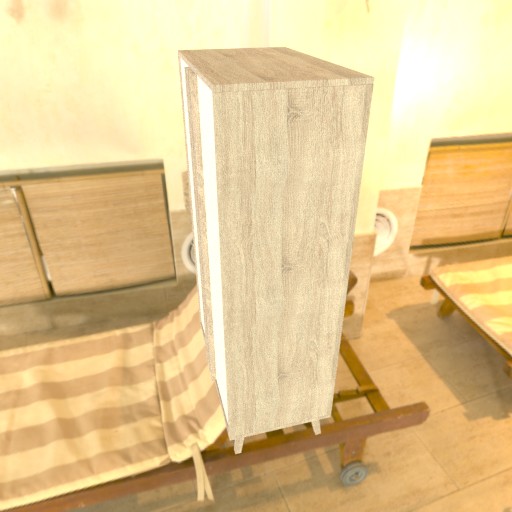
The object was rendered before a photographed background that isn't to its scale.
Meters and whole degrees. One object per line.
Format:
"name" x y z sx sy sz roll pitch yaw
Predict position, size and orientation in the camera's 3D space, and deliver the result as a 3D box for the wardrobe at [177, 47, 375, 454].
"wardrobe" 0.000 0.000 2.416 0.600 1.960 1.000 -8 32 -13
